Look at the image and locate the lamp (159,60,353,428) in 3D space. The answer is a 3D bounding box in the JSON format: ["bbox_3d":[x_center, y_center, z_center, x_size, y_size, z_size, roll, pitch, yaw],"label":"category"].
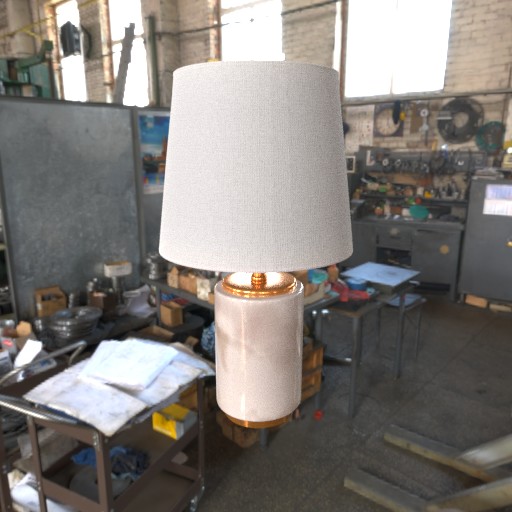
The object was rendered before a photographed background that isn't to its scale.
[{"bbox_3d":[0.000,0.000,0.445,0.189,0.340,0.189,0,14,0],"label":"lamp"}]
